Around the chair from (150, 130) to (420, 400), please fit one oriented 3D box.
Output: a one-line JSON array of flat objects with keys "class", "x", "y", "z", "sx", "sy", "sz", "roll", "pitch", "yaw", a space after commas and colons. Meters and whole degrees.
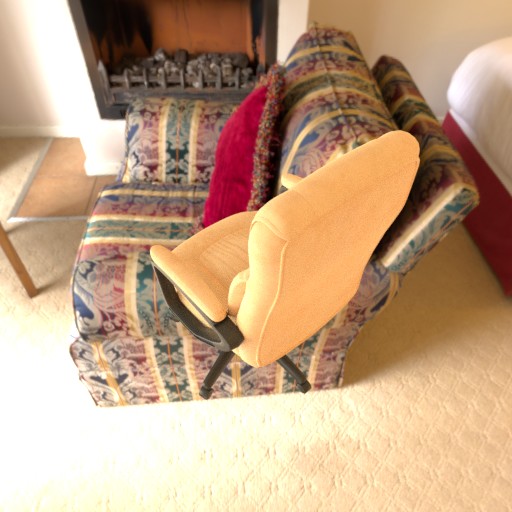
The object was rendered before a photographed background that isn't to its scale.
[{"class": "chair", "x": 0.000, "y": 0.000, "z": 1.525, "sx": 0.667, "sy": 1.105, "sz": 0.724, "roll": -33, "pitch": 55, "yaw": -27}]
